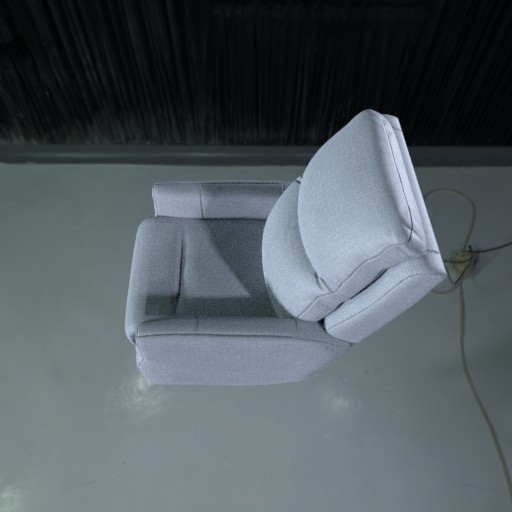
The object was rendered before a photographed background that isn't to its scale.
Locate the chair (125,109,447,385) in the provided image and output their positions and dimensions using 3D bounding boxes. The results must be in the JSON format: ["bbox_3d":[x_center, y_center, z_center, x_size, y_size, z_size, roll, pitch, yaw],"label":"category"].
[{"bbox_3d":[0.000,0.000,1.791,1.080,1.030,0.829,-2,57,-1],"label":"chair"}]
